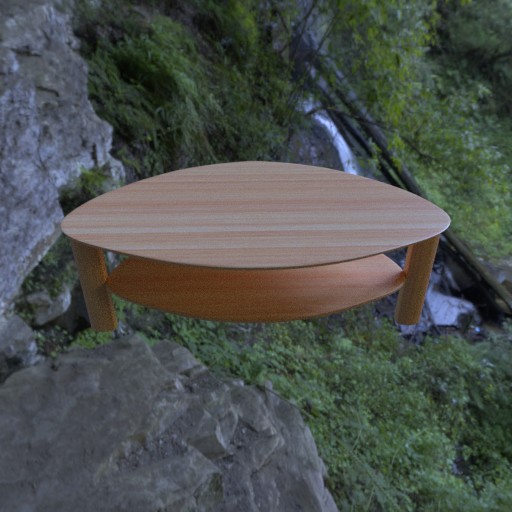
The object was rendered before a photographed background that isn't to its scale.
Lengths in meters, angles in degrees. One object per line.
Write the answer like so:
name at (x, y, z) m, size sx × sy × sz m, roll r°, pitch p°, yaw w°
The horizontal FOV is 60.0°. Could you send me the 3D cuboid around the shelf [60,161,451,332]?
shelf at (0.000, 0.000, 1.648) m, size 1.246 × 0.440 × 0.845 m, roll -1°, pitch 31°, yaw -2°
